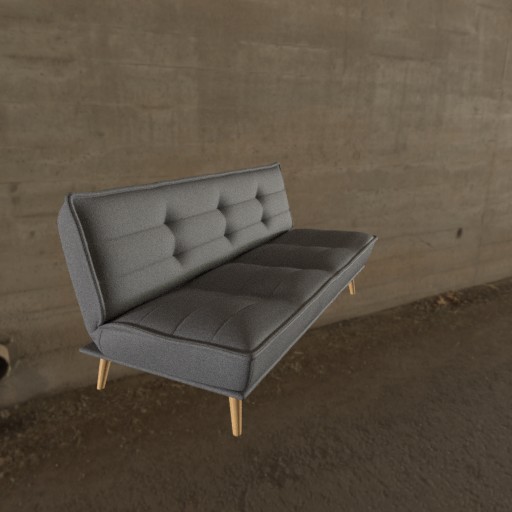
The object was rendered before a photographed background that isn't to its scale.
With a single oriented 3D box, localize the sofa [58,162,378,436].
[{"bbox_3d":[0.000,0.000,2.441,0.950,0.890,1.940,8,17,26],"label":"sofa"}]
